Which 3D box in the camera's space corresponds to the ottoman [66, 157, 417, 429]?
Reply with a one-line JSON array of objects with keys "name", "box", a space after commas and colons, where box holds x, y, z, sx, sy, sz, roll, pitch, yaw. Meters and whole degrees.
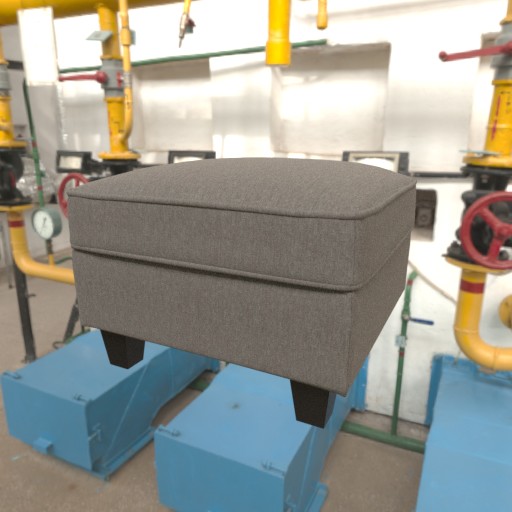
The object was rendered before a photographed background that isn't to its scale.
[{"name": "ottoman", "box": [0.000, 0.000, 1.419, 0.871, 0.612, 0.808, 8, 17, 26]}]
